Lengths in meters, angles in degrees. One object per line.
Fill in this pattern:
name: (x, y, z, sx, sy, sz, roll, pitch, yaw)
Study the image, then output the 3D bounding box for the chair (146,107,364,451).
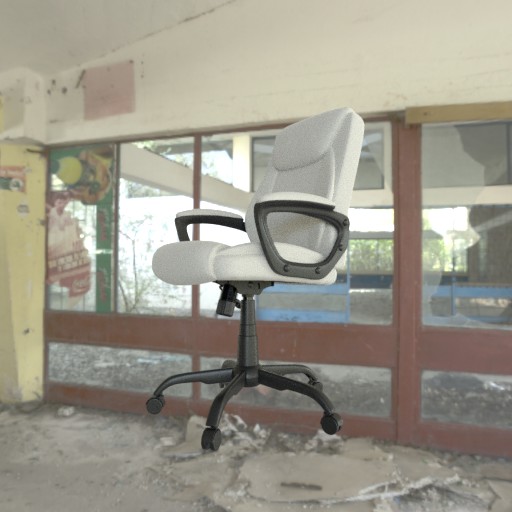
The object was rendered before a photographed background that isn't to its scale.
chair: (0.000, 0.000, 1.535, 0.669, 1.065, 0.663, 1, -1, -37)
